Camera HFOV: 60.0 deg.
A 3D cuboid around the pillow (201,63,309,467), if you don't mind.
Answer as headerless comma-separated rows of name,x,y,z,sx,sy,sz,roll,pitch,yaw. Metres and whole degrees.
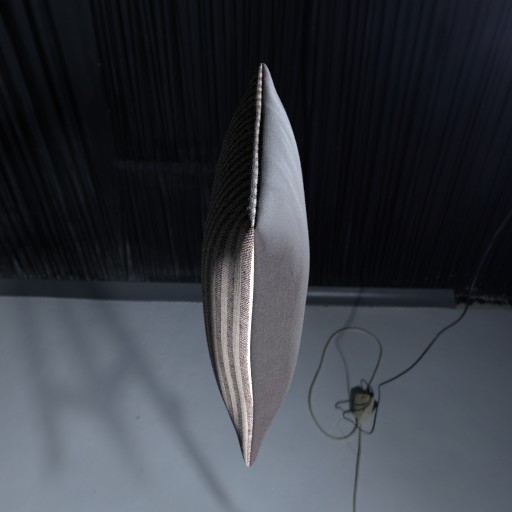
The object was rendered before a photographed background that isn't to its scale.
pillow,0.000,0.000,0.782,0.166,0.506,0.523,1,40,1
